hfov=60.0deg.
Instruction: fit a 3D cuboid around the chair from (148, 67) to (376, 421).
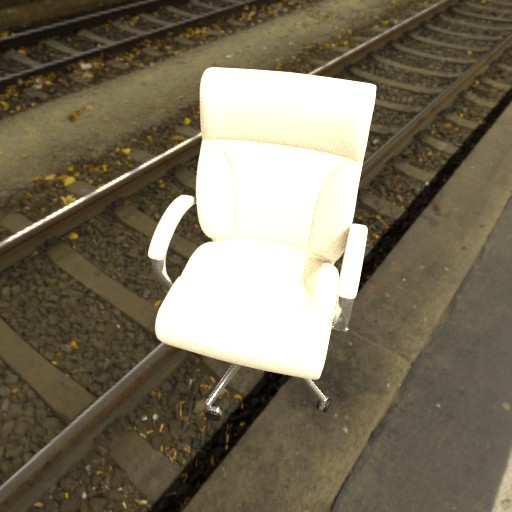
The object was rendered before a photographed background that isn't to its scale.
[{"bbox_3d":[0.000,0.000,1.587,0.727,1.099,0.745,11,43,12],"label":"chair"}]
